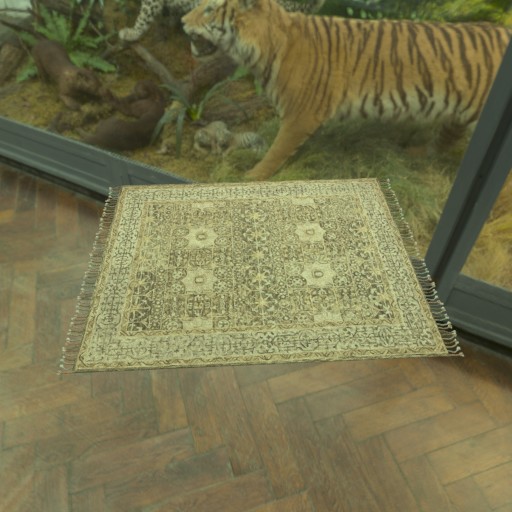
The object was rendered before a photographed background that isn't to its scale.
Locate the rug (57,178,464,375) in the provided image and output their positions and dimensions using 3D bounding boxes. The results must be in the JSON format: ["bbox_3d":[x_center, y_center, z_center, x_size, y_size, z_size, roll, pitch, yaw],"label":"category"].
[{"bbox_3d":[0.000,0.000,4.378,3.291,0.017,2.431,-2,46,-2],"label":"rug"}]
